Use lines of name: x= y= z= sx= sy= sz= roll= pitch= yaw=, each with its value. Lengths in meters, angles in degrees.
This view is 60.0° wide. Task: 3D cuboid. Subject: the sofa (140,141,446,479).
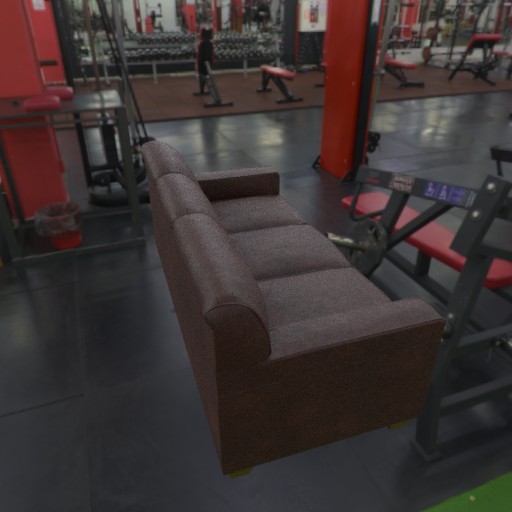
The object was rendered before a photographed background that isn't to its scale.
sofa: x=0.000 y=0.000 z=2.530 sx=1.008 sy=0.953 sz=2.039 roll=-9 pitch=31 yaw=-16
